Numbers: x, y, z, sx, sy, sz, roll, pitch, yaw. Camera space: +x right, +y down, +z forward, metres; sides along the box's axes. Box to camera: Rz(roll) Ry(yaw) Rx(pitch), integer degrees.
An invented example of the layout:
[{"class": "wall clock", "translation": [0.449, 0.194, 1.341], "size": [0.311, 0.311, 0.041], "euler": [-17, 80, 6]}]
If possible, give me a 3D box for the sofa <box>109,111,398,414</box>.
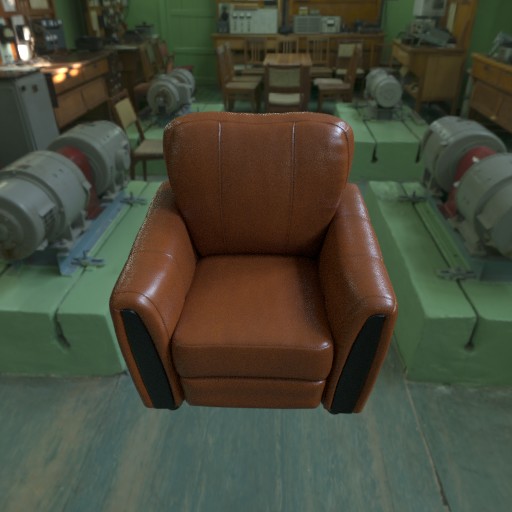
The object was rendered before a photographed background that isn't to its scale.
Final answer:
[{"class": "sofa", "translation": [0.000, 0.000, 1.559], "size": [0.836, 0.876, 0.789], "euler": [1, 31, 2]}]
